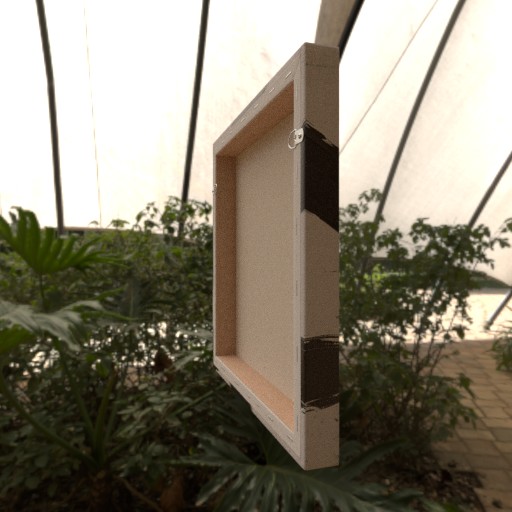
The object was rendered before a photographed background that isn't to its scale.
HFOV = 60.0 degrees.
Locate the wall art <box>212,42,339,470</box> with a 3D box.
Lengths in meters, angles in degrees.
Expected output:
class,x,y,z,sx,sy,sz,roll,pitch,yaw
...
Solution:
class,x,y,z,sx,sy,sz,roll,pitch,yaw
wall art,0.000,0.000,0.768,0.050,0.508,0.507,0,0,-18
